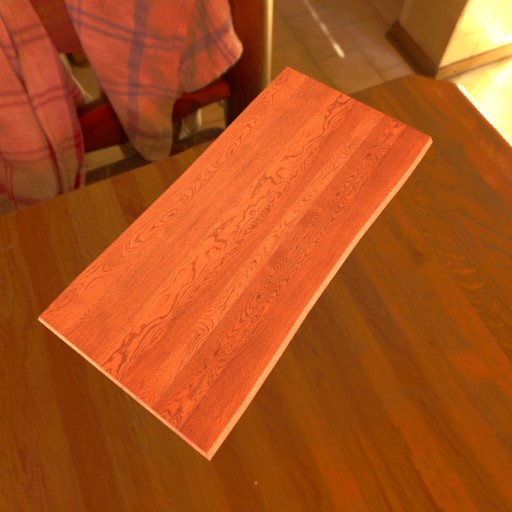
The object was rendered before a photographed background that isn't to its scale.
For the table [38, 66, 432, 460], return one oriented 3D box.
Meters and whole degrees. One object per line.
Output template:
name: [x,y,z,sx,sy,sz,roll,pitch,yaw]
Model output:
table: [0.000,0.000,2.329,0.900,0.770,1.800,33,67,15]
